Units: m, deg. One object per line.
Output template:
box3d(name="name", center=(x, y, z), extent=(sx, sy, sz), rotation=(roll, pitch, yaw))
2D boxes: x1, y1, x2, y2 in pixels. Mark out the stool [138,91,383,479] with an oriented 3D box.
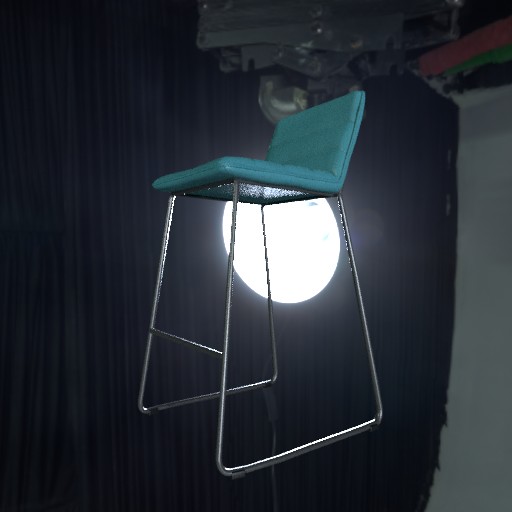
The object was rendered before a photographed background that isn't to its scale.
box3d(name="stool", center=(0.000, 0.000, 1.253), extent=(0.524, 0.936, 0.489), rotation=(0, 1, -36))
